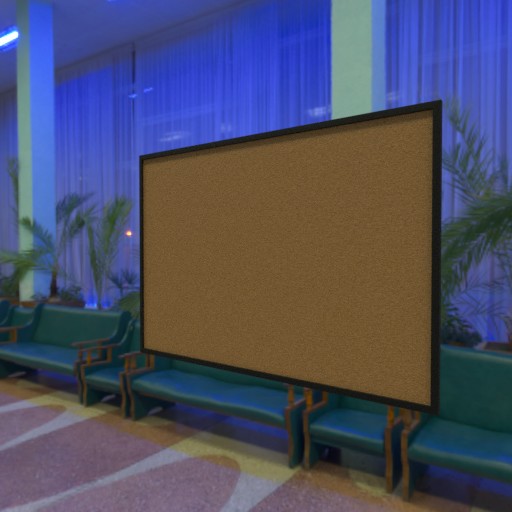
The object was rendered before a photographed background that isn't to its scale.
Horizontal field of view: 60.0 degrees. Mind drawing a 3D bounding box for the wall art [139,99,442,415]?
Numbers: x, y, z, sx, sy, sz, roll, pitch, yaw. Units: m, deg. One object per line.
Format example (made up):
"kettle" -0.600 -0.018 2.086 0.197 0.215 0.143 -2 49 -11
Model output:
"wall art" 0.000 0.000 1.219 0.963 0.665 0.013 1 1 36
